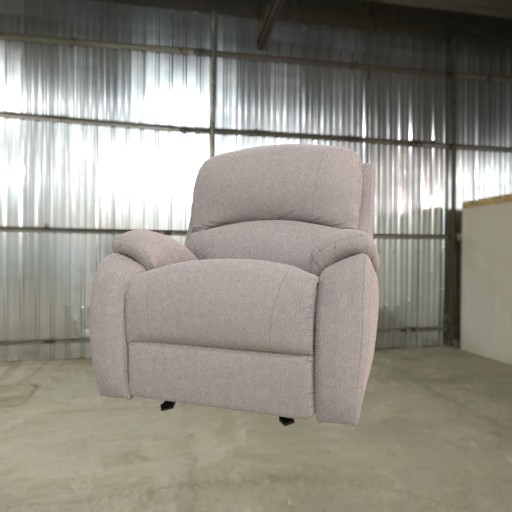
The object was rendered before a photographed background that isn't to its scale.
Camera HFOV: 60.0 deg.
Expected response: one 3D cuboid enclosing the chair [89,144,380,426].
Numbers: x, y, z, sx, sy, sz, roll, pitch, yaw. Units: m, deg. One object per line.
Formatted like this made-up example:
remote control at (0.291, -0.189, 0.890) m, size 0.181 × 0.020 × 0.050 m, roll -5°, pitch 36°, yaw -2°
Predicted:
chair at (0.000, 0.000, 1.738) m, size 0.930 × 1.011 × 0.899 m, roll 0°, pitch 1°, yaw 18°
